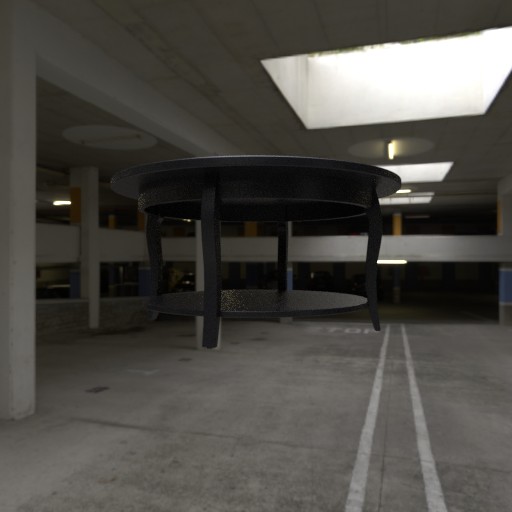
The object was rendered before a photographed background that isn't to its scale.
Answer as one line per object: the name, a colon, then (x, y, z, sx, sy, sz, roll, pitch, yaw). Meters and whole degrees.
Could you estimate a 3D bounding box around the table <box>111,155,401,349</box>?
table: (0.000, 0.000, 1.466, 0.914, 0.457, 0.914, 0, 0, 0)
